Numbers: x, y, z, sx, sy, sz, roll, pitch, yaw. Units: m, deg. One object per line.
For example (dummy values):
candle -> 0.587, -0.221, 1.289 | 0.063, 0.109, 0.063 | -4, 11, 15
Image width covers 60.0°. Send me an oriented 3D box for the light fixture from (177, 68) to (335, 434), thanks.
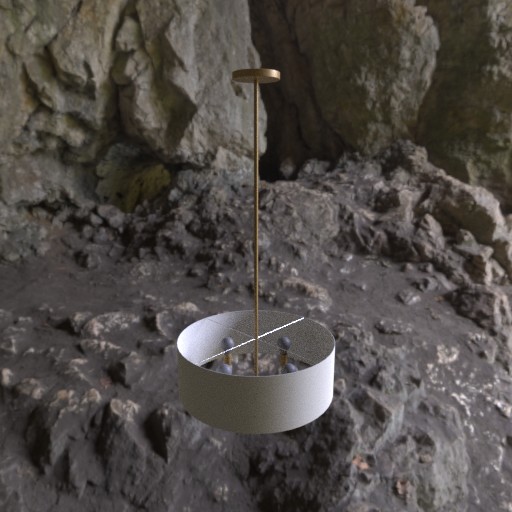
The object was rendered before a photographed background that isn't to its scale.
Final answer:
light fixture -> 0.000, 0.000, 1.379 | 0.508, 1.067, 0.508 | 0, 14, 0
